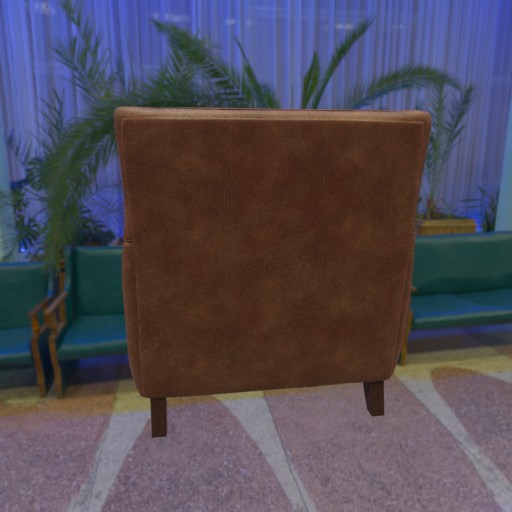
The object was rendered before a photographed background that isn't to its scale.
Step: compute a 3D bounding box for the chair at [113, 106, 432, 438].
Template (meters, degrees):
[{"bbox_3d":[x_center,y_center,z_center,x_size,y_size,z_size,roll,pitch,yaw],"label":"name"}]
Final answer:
[{"bbox_3d":[0.000,0.000,1.579,0.870,0.943,0.823,-2,14,-9],"label":"chair"}]
